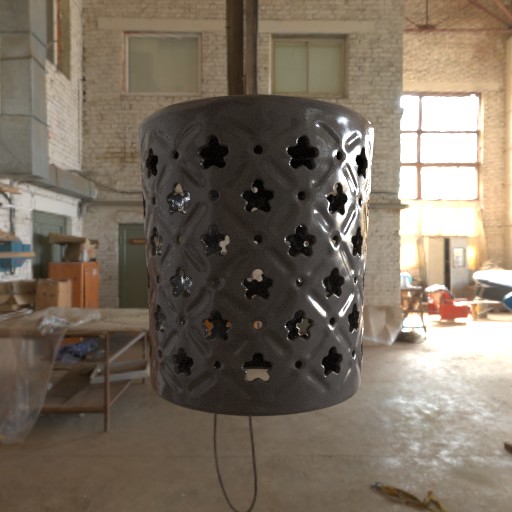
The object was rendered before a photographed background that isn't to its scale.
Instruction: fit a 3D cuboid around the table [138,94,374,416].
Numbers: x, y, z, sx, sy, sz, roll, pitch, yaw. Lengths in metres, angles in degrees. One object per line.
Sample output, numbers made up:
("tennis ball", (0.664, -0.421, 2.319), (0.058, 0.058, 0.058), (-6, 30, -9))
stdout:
("table", (0.000, 0.000, 0.686), (0.352, 0.387, 0.352), (0, 1, 0))
